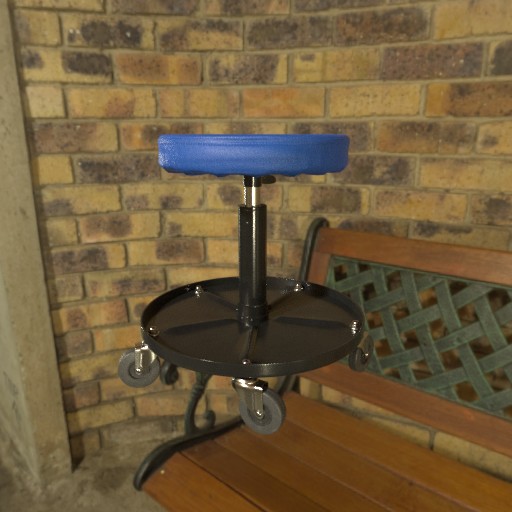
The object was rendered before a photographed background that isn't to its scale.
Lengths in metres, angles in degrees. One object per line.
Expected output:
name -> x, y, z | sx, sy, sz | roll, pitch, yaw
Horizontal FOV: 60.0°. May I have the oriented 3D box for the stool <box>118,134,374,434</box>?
stool -> 0.000, 0.000, 0.689 | 0.381, 0.365, 0.382 | 2, 16, 9
